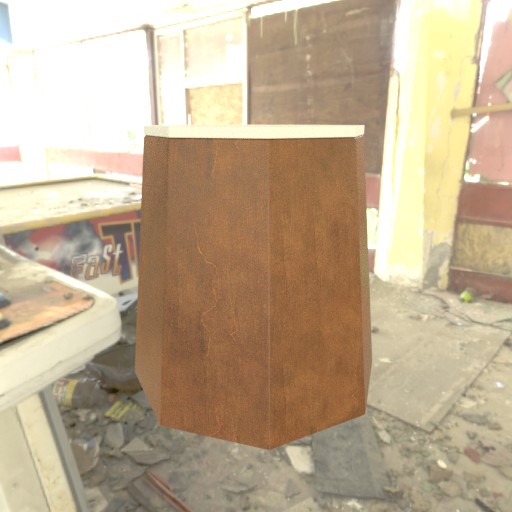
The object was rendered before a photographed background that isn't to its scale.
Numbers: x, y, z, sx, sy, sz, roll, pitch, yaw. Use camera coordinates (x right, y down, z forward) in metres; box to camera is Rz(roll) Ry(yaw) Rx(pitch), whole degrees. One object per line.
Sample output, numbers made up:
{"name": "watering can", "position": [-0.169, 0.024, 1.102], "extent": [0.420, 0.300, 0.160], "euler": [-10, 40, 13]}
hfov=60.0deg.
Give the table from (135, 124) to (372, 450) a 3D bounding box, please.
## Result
{"name": "table", "position": [0.000, 0.000, 0.808], "extent": [0.439, 0.457, 0.439], "euler": [-9, 19, -28]}
